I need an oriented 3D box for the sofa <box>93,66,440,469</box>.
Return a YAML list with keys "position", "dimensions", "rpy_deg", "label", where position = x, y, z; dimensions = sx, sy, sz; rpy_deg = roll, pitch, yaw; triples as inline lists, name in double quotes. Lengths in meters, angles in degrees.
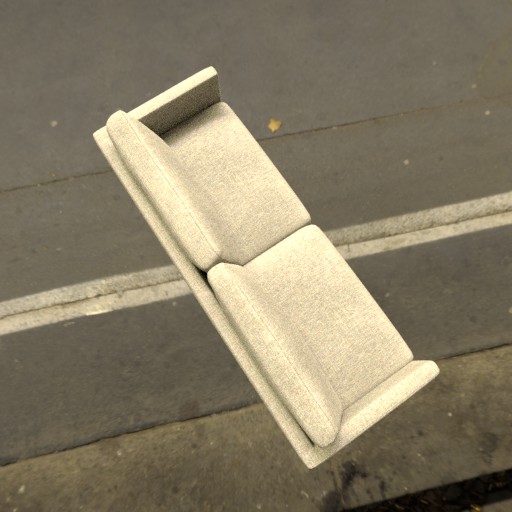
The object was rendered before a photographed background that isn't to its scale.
- position: [0.000, 0.000, 2.924]
  dimensions: [0.948, 0.951, 2.434]
  rpy_deg: [-33, 78, -8]
  label: "sofa"
